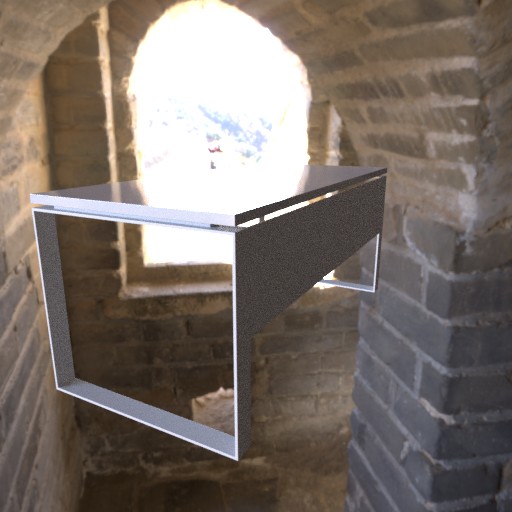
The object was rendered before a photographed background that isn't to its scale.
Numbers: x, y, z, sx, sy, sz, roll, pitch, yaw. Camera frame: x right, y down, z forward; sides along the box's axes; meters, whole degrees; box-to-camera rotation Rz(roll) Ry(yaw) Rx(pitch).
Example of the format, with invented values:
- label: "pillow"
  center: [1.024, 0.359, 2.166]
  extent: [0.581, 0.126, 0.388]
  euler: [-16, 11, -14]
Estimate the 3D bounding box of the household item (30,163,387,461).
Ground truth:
- label: "household item"
  center: [0.000, 0.000, 2.118]
  extent: [0.800, 0.745, 1.700]
  euler: [8, 18, 27]
